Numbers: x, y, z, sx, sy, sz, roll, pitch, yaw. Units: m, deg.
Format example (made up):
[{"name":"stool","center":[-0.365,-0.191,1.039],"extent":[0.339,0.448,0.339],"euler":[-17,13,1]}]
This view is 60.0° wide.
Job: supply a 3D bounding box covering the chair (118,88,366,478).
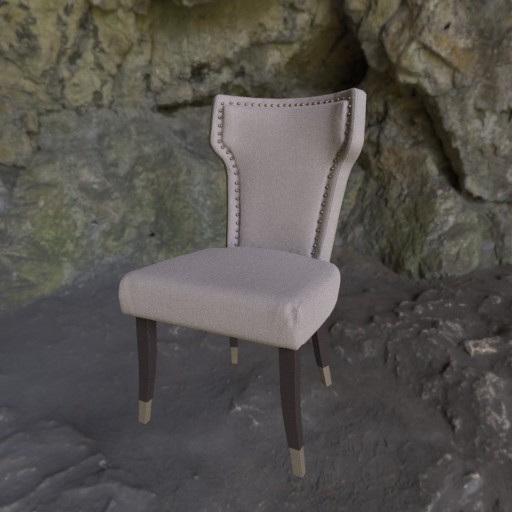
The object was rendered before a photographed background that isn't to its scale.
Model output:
[{"name":"chair","center":[0.000,0.000,1.315],"extent":[0.526,0.955,0.630],"euler":[7,16,25]}]
